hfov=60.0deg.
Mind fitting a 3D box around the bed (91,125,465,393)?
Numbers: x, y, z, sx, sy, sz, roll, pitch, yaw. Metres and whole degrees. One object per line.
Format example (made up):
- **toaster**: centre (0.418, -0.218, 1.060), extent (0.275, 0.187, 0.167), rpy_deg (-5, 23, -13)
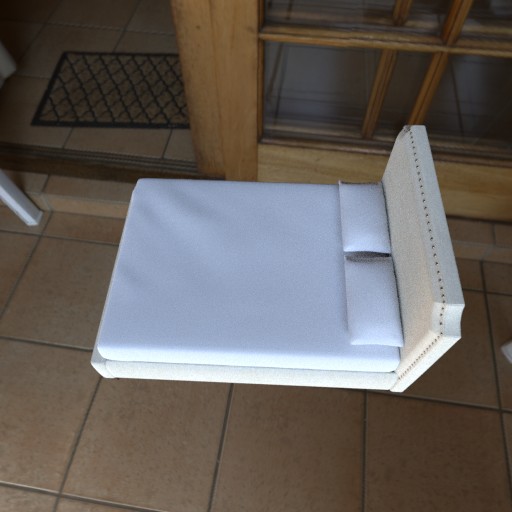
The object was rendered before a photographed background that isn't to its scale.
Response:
- **bed**: centre (0.000, 0.000, 3.460), extent (2.381, 1.457, 1.713), rpy_deg (2, 58, 1)
